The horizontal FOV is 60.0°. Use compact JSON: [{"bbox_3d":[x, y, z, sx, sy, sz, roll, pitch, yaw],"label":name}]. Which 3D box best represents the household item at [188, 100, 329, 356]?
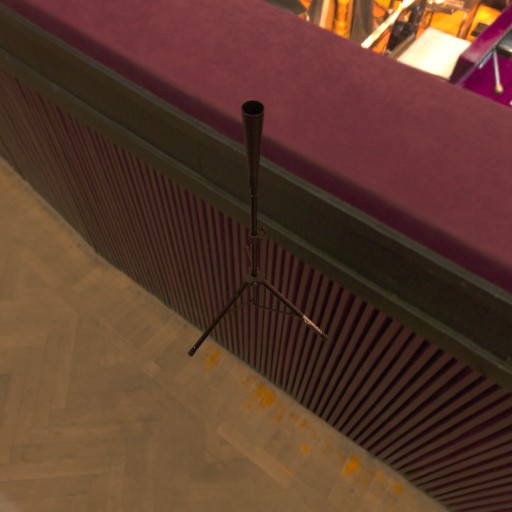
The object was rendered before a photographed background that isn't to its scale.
[{"bbox_3d":[0.000,0.000,1.421,0.559,1.067,0.559,34,63,19],"label":"household item"}]
